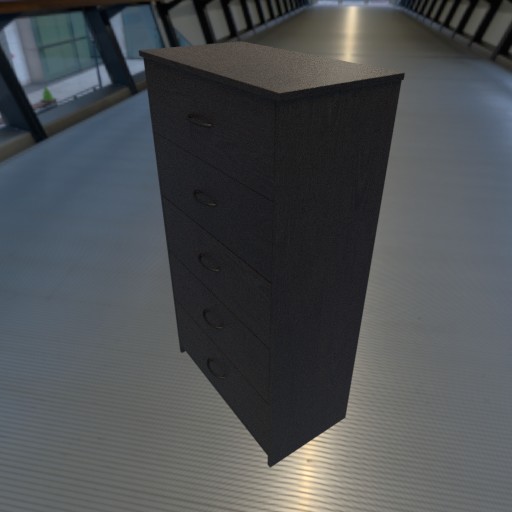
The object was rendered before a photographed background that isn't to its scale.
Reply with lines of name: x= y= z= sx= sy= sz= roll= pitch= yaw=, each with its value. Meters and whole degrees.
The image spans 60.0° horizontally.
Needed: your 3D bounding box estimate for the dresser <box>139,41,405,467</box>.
dresser: x=0.000 y=0.000 z=1.532 sx=0.418 sy=1.254 sz=0.704 roll=-20 pitch=38 yaw=-29
